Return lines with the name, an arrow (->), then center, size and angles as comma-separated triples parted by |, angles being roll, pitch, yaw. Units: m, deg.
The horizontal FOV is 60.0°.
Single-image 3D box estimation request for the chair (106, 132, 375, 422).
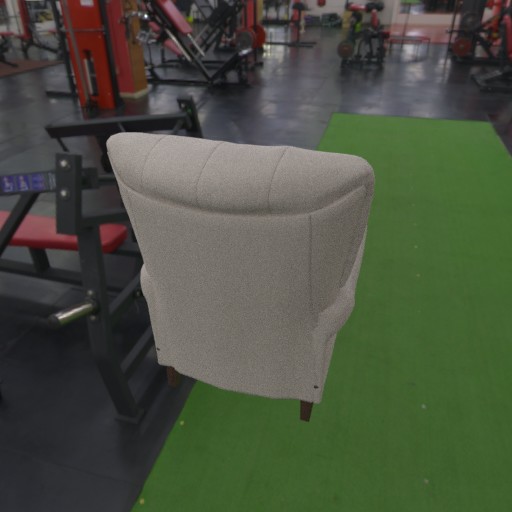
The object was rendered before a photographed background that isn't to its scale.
chair -> 0.000, 0.000, 1.970 | 0.942, 1.209, 1.025 | 10, 33, 15
